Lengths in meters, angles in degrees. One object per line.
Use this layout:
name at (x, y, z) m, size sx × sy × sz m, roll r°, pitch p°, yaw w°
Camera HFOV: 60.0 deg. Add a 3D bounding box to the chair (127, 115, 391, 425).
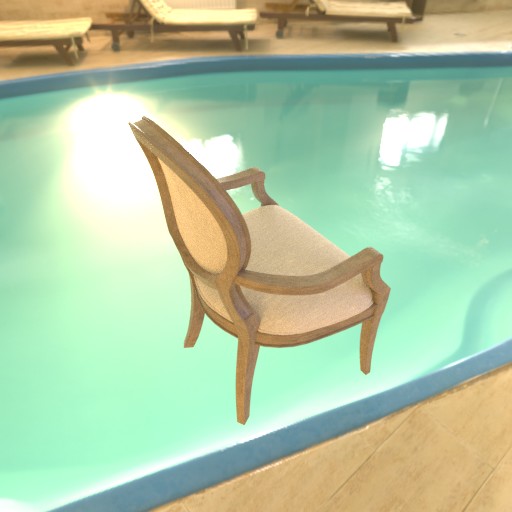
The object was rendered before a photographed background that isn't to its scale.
chair at (0.000, 0.000, 1.371) m, size 0.602 × 0.991 × 0.611 m, roll -24°, pitch 46°, yaw -26°
